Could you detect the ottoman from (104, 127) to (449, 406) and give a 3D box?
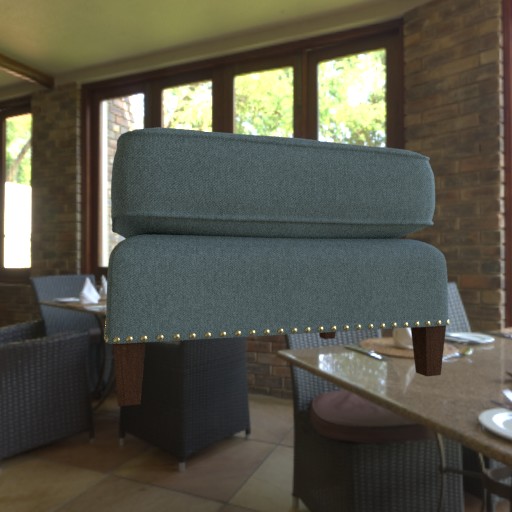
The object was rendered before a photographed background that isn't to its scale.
[{"bbox_3d":[0.000,0.000,1.150,0.738,0.537,0.589,0,-1,-18],"label":"ottoman"}]
